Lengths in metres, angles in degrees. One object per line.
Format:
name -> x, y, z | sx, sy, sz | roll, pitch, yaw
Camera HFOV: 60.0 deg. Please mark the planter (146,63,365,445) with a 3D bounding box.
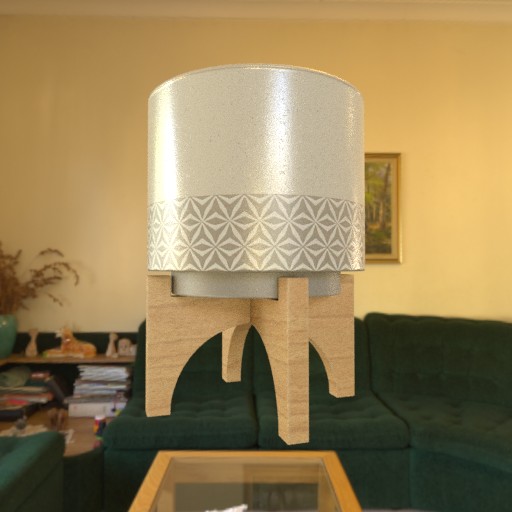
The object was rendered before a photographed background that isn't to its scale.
planter -> 0.000, 0.000, 0.520 | 0.249, 0.343, 0.249 | 0, -1, 0
